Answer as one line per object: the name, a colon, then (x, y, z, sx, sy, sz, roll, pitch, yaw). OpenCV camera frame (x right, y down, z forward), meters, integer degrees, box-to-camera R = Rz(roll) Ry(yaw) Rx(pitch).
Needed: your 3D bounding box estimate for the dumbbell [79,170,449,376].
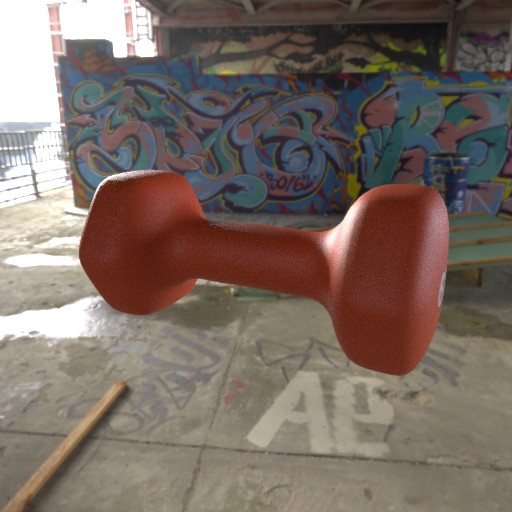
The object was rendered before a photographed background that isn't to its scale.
dumbbell: (0.000, 0.000, 0.205, 0.162, 0.071, 0.079, 8, 19, 25)
